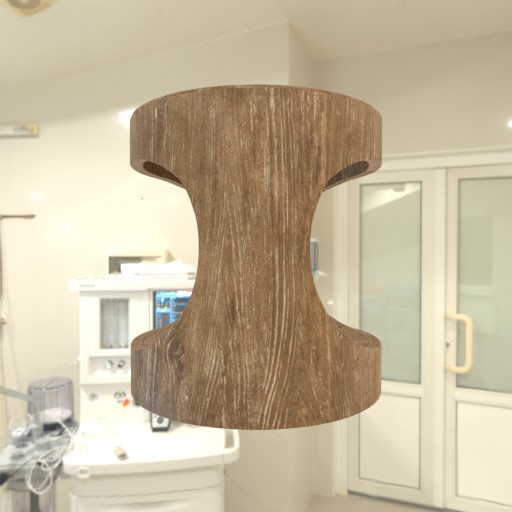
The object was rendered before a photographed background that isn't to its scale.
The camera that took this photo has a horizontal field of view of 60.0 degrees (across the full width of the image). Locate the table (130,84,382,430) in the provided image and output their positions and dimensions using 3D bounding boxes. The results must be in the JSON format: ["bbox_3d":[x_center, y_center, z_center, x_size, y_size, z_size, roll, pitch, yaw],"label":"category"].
[{"bbox_3d":[0.000,0.000,0.967,0.527,0.551,0.527,0,1,0],"label":"table"}]
